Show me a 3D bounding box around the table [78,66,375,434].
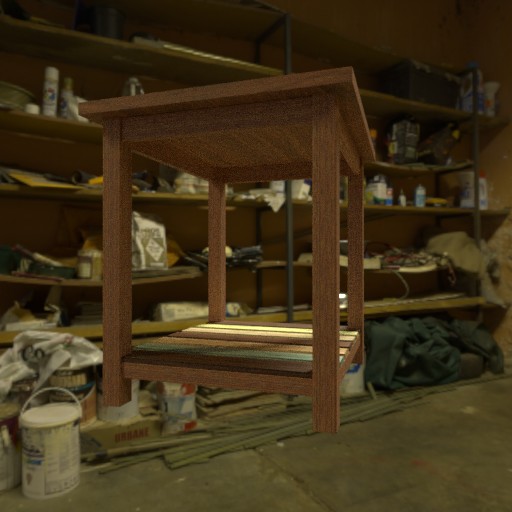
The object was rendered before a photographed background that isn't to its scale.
[{"bbox_3d":[0.000,0.000,1.145,0.559,0.635,0.660,0,0,18],"label":"table"}]
